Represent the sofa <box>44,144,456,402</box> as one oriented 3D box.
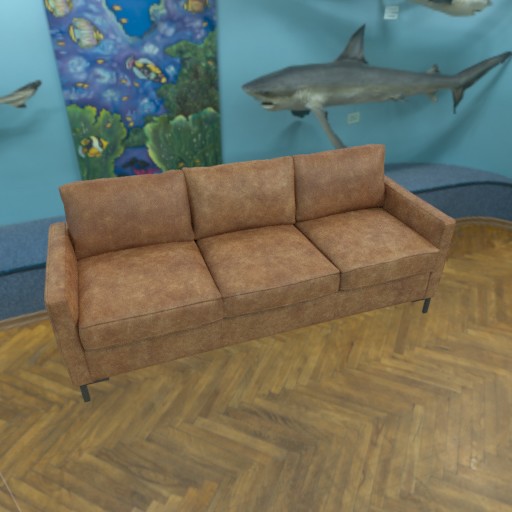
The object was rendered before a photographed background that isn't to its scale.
[{"bbox_3d":[0.000,0.000,2.375,2.029,0.863,0.748,-11,34,-17],"label":"sofa"}]
